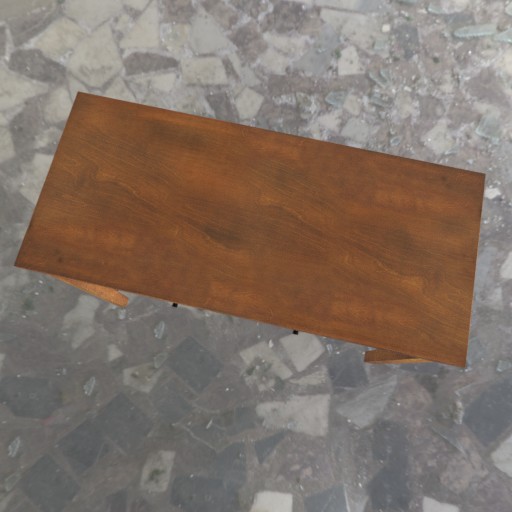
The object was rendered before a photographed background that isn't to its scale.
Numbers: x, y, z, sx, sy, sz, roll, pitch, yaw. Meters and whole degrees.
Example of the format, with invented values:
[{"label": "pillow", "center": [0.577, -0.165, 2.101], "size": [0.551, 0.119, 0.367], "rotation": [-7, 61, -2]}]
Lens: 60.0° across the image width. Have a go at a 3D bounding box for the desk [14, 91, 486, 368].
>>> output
[{"label": "desk", "center": [0.000, 0.000, 1.495], "size": [1.117, 0.762, 0.508], "rotation": [12, 76, 3]}]
